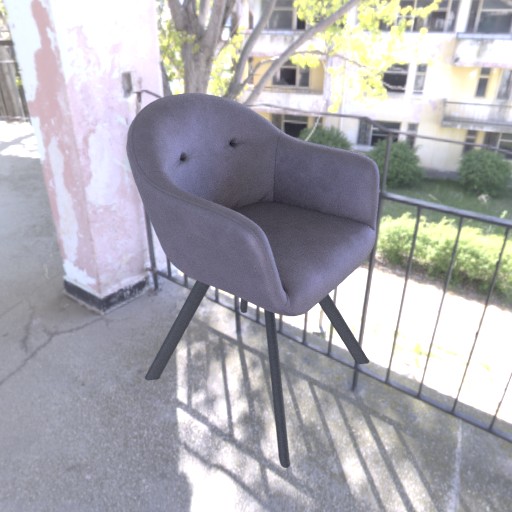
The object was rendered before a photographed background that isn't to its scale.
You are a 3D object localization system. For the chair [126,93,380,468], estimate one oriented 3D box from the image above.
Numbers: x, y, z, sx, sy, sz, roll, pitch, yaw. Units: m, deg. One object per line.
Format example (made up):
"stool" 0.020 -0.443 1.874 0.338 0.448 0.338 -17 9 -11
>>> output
"chair" 0.000 0.000 1.192 0.544 0.781 0.567 19 34 32
